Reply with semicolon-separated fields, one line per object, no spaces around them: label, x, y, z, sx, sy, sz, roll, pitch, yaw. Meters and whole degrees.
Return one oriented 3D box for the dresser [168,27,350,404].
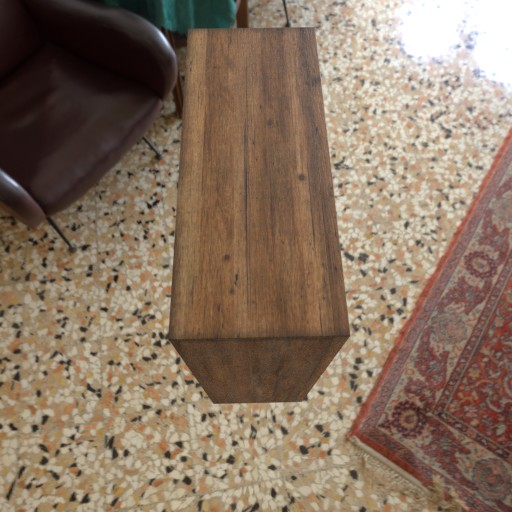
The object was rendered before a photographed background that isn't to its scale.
dresser;0.000;0.000;1.887;0.438;1.359;1.067;-1;65;-1
